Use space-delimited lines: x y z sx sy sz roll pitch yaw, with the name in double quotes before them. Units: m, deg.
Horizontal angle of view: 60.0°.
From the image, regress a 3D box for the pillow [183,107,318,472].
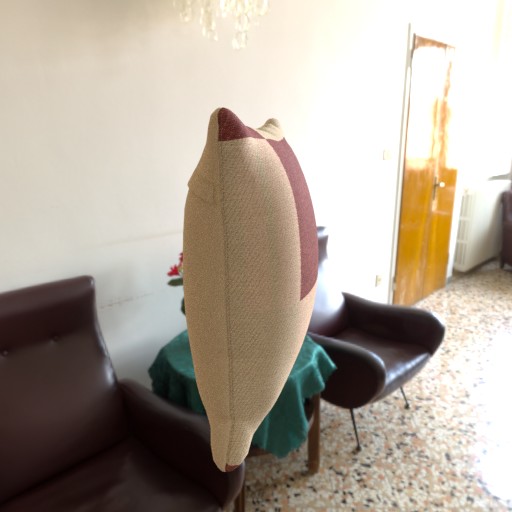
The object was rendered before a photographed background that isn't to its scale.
"pillow" 0.000 0.000 0.817 0.229 0.506 0.536 2 15 9
